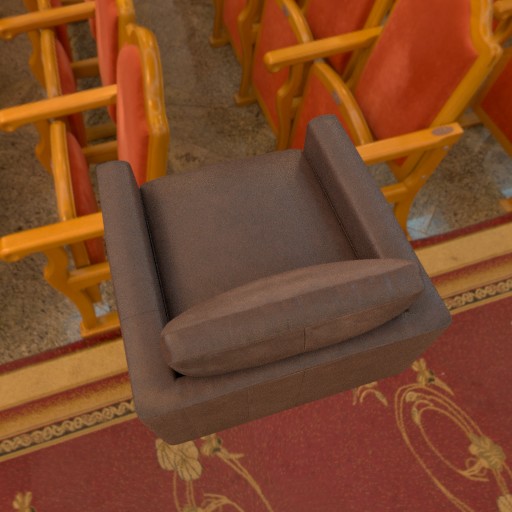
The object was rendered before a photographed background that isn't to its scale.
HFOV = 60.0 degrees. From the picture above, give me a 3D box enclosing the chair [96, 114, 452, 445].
[{"bbox_3d":[0.000,0.000,1.770,1.100,0.812,1.069,-15,60,-9],"label":"chair"}]
